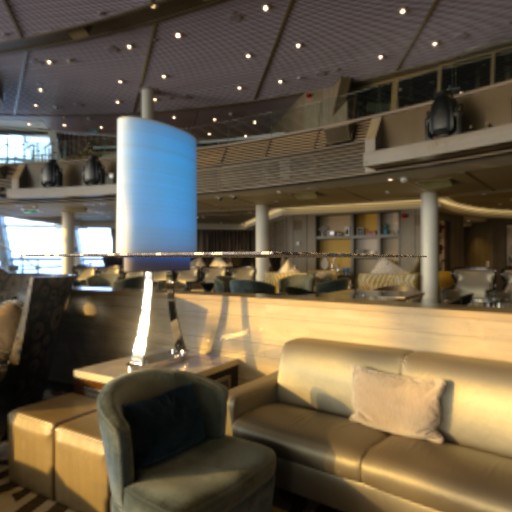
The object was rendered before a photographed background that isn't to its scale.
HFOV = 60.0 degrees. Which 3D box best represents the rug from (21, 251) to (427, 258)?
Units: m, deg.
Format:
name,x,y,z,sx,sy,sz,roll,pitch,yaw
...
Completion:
name,x,y,z,sx,sy,sz,roll,pitch,yaw
rug,0.000,0.000,2.952,1.676,0.013,2.261,0,-1,34
